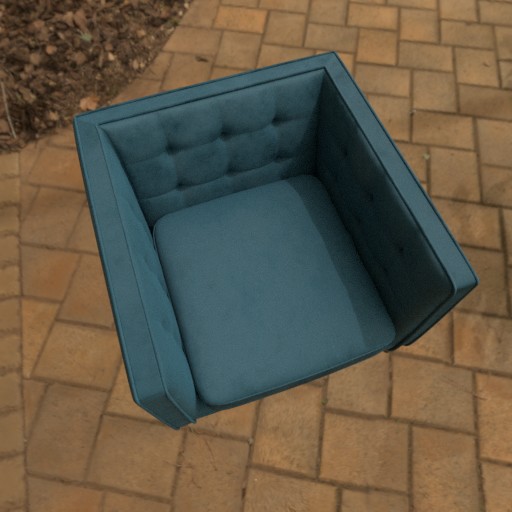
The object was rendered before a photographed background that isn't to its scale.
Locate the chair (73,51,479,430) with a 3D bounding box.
[{"bbox_3d":[0.000,0.000,1.522,0.880,0.790,0.894,-17,65,-9],"label":"chair"}]
